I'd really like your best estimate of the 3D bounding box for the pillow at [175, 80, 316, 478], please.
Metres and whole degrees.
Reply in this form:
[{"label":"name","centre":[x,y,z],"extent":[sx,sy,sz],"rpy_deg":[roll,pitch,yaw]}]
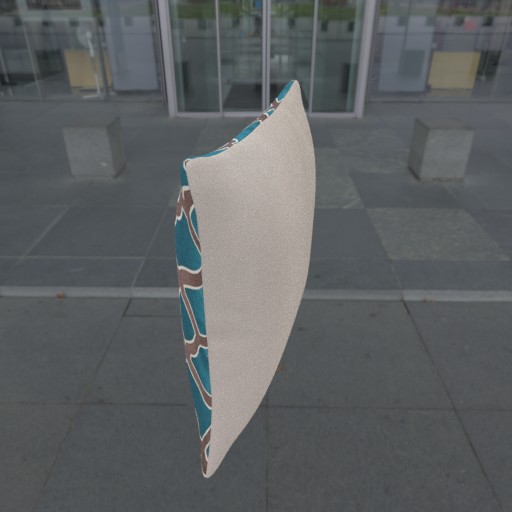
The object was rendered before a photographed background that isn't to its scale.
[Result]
[{"label":"pillow","centre":[0.000,0.000,0.774],"extent":[0.166,0.507,0.526],"rpy_deg":[8,31,14]}]
